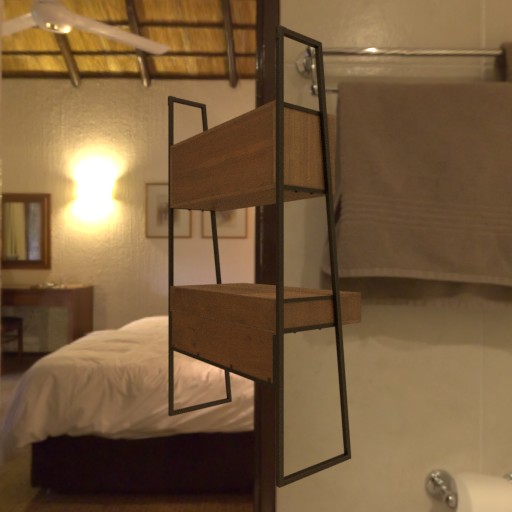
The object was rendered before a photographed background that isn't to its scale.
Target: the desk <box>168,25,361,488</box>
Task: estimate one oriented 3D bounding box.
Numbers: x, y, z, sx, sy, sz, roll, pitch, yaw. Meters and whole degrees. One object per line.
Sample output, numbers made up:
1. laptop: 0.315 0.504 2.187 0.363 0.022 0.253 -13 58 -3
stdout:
1. desk: 0.000 0.000 2.271 0.515 1.809 0.982 0 0 -37
